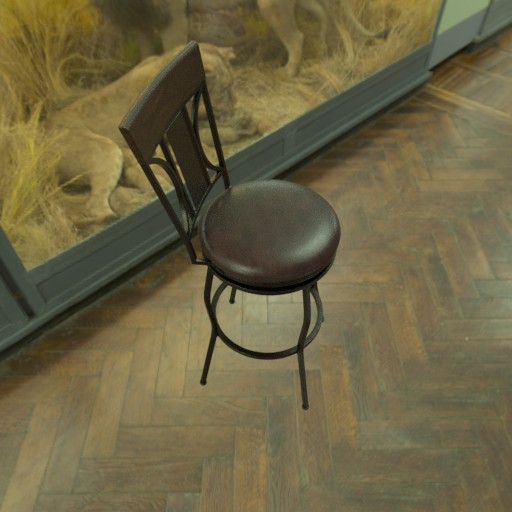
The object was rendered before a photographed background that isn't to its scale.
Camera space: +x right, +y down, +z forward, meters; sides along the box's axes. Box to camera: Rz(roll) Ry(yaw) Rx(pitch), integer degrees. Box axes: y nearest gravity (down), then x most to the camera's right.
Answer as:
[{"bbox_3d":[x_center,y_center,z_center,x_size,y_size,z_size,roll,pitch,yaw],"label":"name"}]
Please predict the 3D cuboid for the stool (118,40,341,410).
[{"bbox_3d":[0.000,0.000,1.430,0.513,1.130,0.448,10,48,9],"label":"stool"}]
